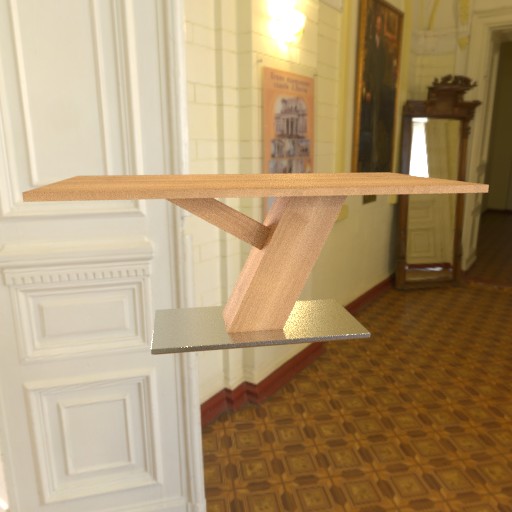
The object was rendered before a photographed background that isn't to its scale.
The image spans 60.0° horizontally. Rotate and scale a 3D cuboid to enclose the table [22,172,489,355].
[{"bbox_3d":[0.000,0.000,2.204,1.800,0.750,0.900,-2,14,-10],"label":"table"}]
